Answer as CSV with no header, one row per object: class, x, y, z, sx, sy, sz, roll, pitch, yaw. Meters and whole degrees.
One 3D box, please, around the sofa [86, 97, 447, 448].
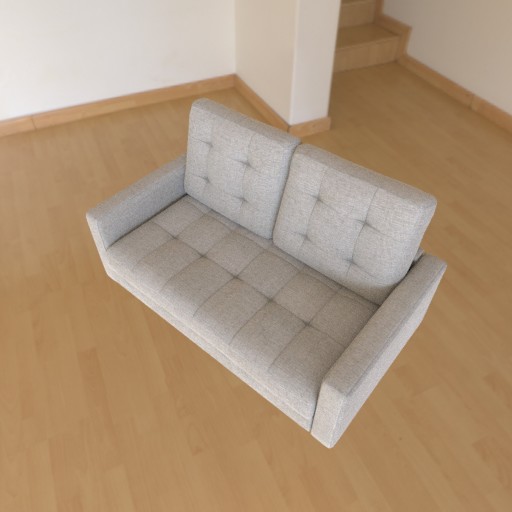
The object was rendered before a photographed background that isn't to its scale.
sofa,0.000,0.000,1.997,1.407,0.907,0.842,31,54,26
